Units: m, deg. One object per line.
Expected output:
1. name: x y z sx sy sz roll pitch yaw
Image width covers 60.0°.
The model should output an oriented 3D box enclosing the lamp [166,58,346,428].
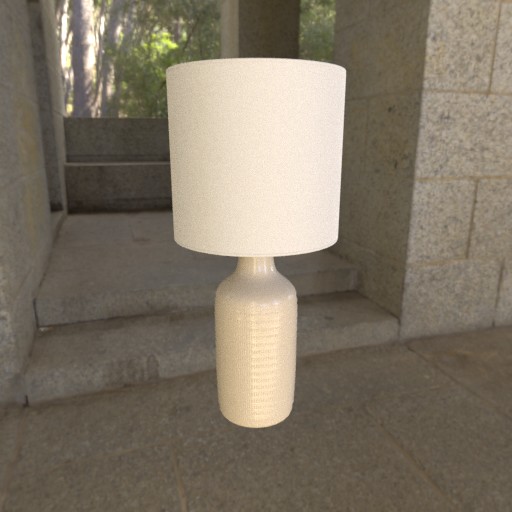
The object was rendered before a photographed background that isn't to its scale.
1. lamp: 0.000 0.000 0.616 0.220 0.475 0.220 14 20 41
